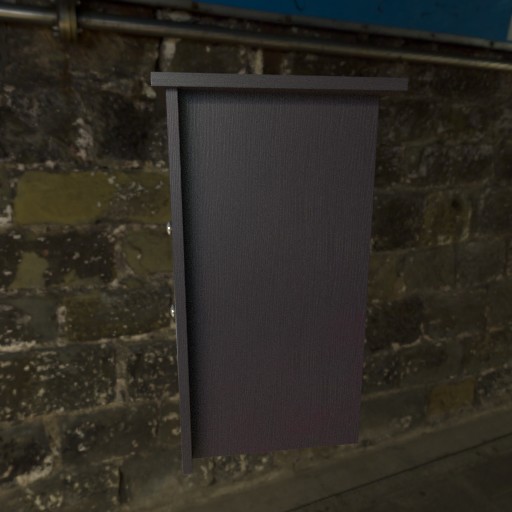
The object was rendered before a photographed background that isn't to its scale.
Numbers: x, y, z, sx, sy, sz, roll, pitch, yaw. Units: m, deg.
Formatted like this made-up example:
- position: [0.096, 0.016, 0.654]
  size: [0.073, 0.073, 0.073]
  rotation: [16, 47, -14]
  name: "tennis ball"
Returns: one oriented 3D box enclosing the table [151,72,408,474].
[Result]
- position: [0.000, 0.000, 1.047]
  size: [0.408, 0.711, 0.589]
  rotation: [-2, 14, -8]
  name: "table"
